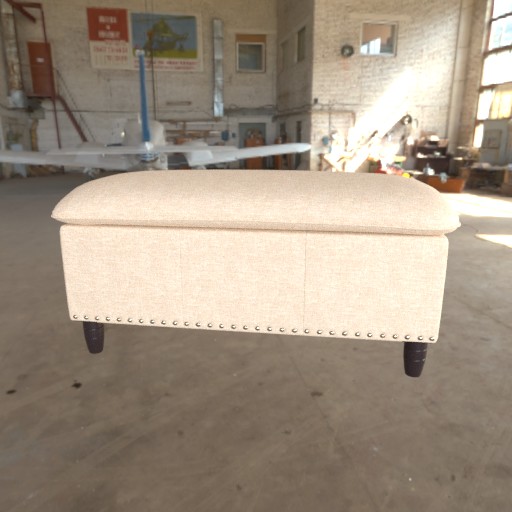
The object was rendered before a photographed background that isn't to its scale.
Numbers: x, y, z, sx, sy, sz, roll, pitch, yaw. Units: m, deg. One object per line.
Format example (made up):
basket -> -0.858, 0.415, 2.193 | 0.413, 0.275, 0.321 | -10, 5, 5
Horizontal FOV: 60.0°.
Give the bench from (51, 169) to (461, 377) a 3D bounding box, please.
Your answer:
bench -> 0.000, 0.000, 1.275 | 0.991, 0.483, 0.483 | 2, 15, 8
